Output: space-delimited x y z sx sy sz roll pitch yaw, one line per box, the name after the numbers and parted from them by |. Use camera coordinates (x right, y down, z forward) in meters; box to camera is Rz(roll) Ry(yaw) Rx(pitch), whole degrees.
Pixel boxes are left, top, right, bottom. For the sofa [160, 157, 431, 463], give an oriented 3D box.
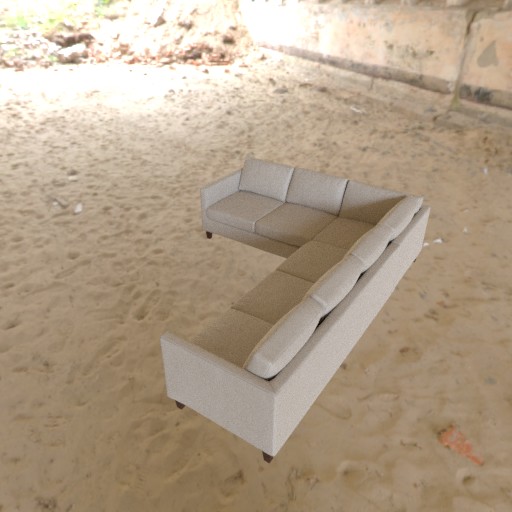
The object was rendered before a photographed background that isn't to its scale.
0.000 0.000 4.350 2.432 0.863 3.182 19 36 29 | sofa
